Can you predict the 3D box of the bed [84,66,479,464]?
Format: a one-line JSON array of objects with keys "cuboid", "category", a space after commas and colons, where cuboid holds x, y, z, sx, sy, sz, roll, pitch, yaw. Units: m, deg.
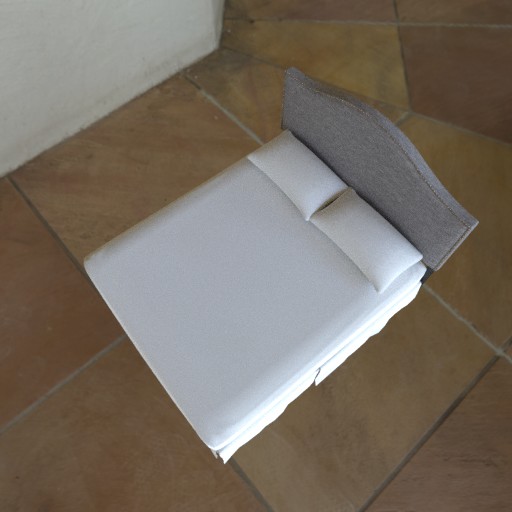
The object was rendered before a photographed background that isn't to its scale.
[{"cuboid": [0.000, 0.000, 2.849, 1.870, 1.295, 1.610, -35, 68, -16], "category": "bed"}]
